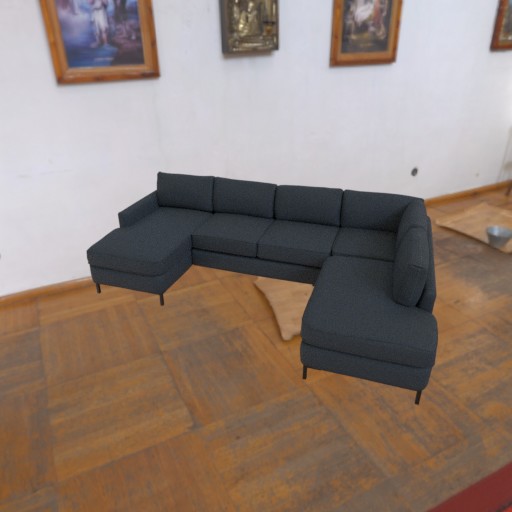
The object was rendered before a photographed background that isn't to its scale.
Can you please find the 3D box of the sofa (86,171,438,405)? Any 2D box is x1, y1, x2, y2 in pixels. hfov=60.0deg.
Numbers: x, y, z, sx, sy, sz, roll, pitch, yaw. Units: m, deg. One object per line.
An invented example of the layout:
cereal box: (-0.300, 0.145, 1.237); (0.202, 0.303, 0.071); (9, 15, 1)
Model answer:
sofa: (0.000, 0.000, 3.931); (2.975, 0.858, 1.984); (8, 28, 16)
